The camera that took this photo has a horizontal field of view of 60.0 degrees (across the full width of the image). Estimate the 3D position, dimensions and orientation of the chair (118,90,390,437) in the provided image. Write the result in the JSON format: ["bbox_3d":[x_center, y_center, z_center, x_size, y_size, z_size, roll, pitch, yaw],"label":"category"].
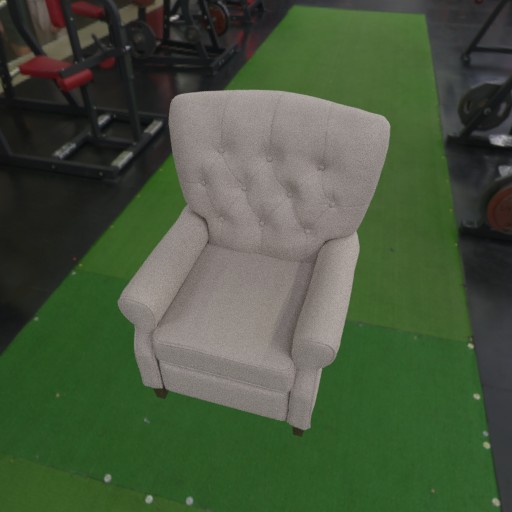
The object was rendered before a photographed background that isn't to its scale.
[{"bbox_3d":[0.000,0.000,1.986,0.942,1.209,1.025,11,42,12],"label":"chair"}]
